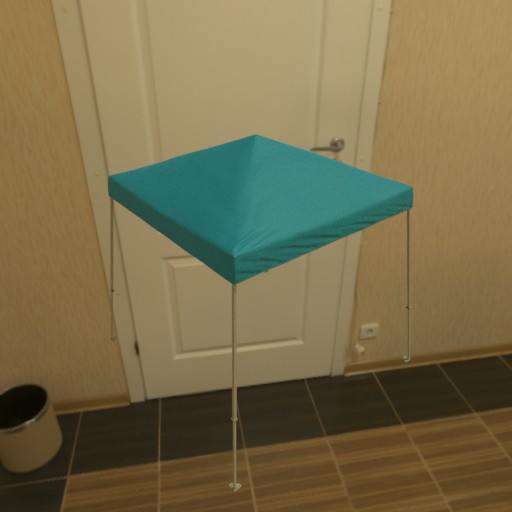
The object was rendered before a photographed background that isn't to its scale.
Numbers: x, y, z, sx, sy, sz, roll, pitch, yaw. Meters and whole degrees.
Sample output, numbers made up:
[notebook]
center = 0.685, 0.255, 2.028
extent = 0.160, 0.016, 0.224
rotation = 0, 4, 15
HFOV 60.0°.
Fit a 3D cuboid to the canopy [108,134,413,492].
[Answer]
[canopy]
center = 0.000, 0.000, 6.599
extent = 3.600, 3.600, 3.599
rotation = -22, 36, -33
